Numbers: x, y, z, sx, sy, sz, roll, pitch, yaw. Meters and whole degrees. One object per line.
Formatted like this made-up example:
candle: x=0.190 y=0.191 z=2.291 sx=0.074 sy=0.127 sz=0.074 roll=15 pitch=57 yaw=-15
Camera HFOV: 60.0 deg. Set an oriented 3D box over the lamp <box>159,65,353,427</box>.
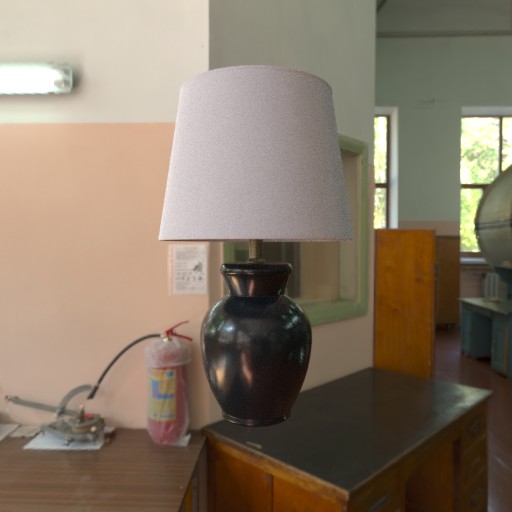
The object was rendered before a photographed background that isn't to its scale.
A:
lamp: x=0.000 y=0.000 z=0.557 sx=0.239 sy=0.399 sz=0.239 roll=0 pitch=1 yaw=0
